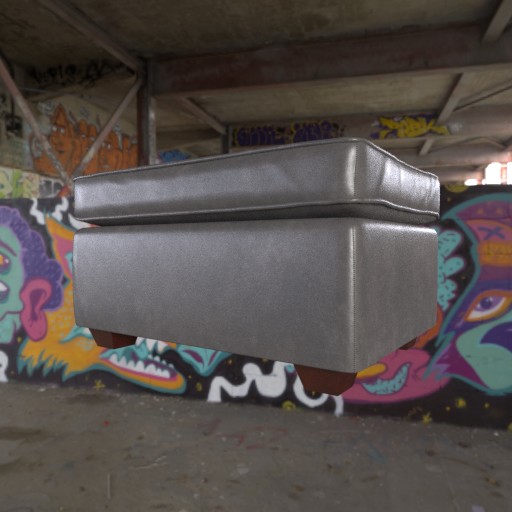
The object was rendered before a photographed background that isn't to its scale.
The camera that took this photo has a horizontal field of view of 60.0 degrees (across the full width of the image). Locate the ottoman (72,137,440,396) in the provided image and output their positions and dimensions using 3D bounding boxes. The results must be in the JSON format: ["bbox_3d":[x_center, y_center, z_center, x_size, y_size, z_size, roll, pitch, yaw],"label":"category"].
[{"bbox_3d":[0.000,0.000,1.092,0.756,0.445,0.554,1,2,35],"label":"ottoman"}]
